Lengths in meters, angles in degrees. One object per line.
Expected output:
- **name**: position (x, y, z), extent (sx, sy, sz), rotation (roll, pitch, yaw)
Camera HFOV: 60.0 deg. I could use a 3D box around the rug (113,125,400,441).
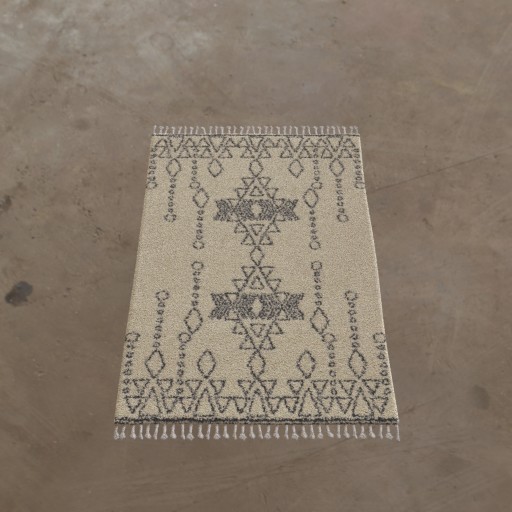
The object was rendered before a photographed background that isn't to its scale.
- **rug**: position (0.000, 0.000, 3.917), extent (2.125, 0.028, 3.027), rotation (0, 64, 0)
